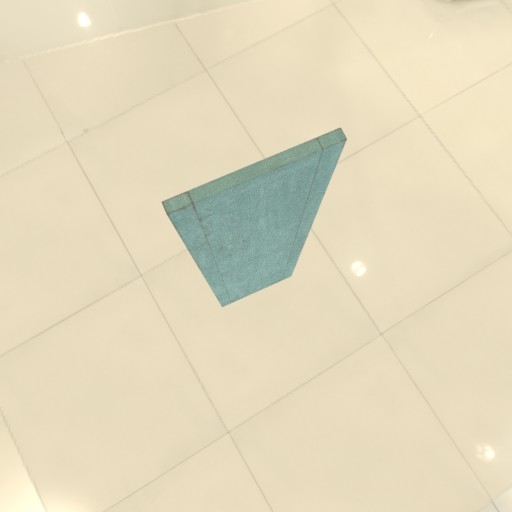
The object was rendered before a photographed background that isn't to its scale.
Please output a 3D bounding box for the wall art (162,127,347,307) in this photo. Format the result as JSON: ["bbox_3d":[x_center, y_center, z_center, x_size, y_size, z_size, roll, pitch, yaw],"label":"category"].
[{"bbox_3d":[0.000,0.000,1.331,0.329,1.219,0.025,-24,78,-6],"label":"wall art"}]
